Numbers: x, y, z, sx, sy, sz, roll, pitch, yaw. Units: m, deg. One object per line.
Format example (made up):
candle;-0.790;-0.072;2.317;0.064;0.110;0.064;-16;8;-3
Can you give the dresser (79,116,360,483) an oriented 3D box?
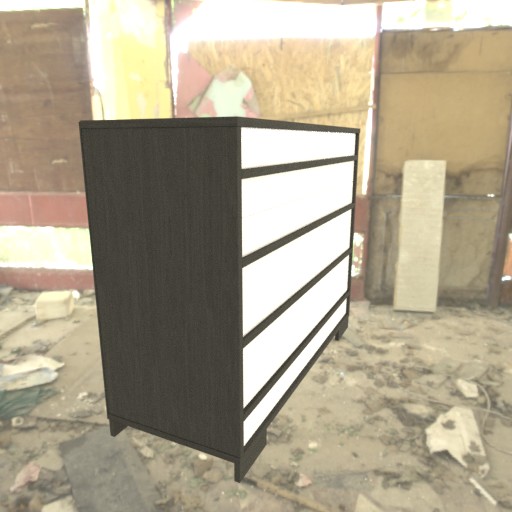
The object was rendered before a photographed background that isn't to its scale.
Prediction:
dresser;0.000;0.000;1.444;0.404;0.816;0.994;7;16;25
